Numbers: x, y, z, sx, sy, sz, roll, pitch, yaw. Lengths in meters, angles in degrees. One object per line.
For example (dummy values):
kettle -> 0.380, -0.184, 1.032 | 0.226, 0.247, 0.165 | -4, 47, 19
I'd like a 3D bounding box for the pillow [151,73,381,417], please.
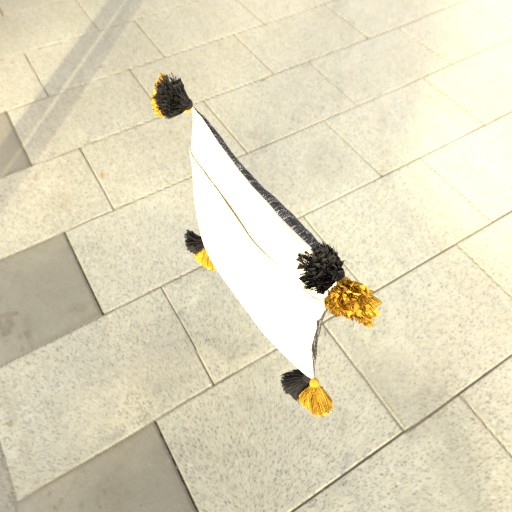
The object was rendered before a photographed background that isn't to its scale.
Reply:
pillow -> 0.000, 0.000, 0.971 | 0.139, 0.659, 0.654 | -29, 62, -17
